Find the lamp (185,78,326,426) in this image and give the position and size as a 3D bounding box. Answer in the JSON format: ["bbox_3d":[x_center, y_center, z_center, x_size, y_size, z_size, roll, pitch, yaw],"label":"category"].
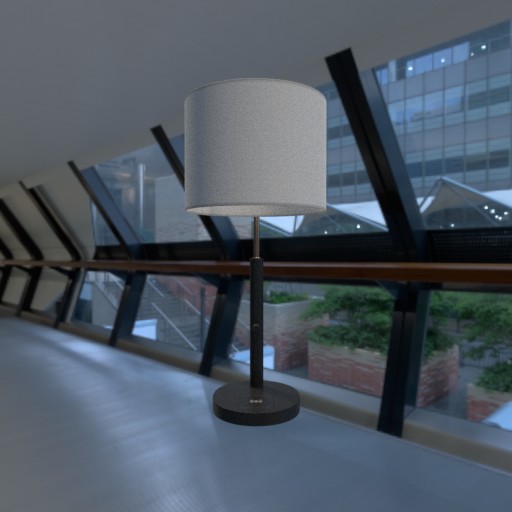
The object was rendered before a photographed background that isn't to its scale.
[{"bbox_3d":[0.000,0.000,0.703,0.199,0.540,0.337,0,1,1],"label":"lamp"}]
